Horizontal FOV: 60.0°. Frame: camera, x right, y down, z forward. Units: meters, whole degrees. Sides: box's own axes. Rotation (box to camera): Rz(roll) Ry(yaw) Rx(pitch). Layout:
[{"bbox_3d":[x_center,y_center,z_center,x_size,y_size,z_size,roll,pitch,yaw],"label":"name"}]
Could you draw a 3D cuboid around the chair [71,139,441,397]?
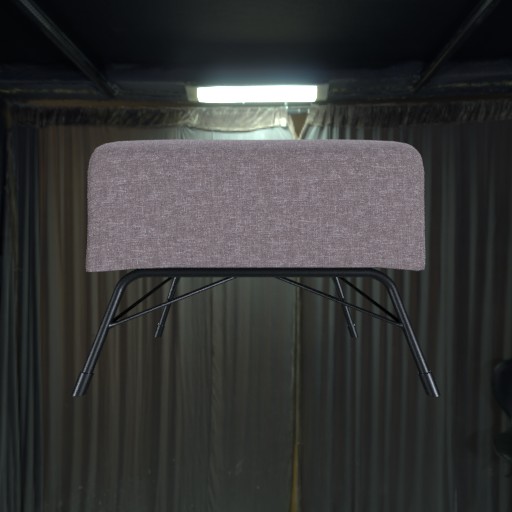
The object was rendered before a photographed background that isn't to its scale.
[{"bbox_3d":[0.000,0.000,0.898,0.530,0.410,0.530,0,-1,0],"label":"chair"}]
